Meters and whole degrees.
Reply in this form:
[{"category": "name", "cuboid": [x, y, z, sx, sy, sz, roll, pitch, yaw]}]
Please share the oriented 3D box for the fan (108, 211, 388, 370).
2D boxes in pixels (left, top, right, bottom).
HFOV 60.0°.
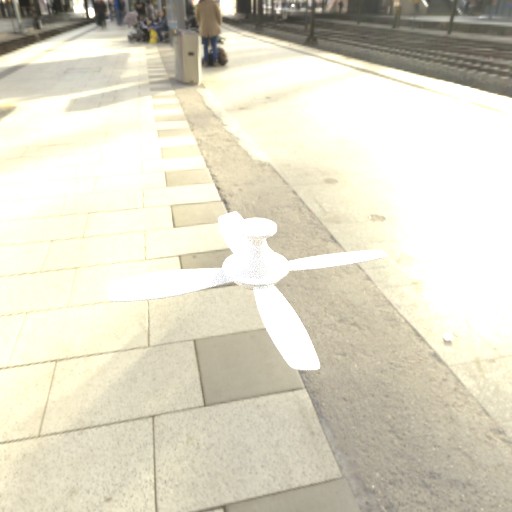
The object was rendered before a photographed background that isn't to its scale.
[{"category": "fan", "cuboid": [0.000, 0.000, 2.585, 1.693, 0.382, 1.694, -8, 31, -13]}]
